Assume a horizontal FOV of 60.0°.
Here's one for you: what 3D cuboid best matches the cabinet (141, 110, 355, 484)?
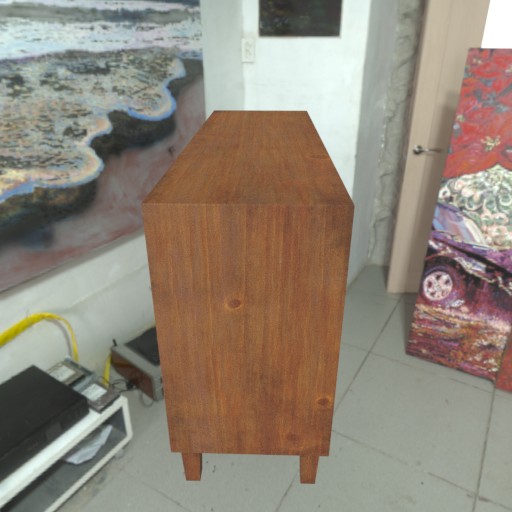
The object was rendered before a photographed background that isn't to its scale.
[{"bbox_3d":[0.000,0.000,1.546,0.403,0.805,1.204,1,26,2],"label":"cabinet"}]
